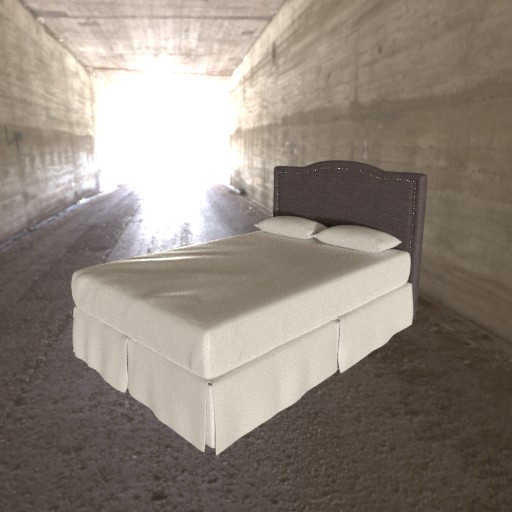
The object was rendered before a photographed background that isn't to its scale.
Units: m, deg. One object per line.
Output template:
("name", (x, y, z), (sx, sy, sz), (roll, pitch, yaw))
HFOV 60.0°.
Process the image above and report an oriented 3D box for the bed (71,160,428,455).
("bed", (0.000, 0.000, 3.593), (1.741, 1.441, 2.507), (14, 20, 42))
